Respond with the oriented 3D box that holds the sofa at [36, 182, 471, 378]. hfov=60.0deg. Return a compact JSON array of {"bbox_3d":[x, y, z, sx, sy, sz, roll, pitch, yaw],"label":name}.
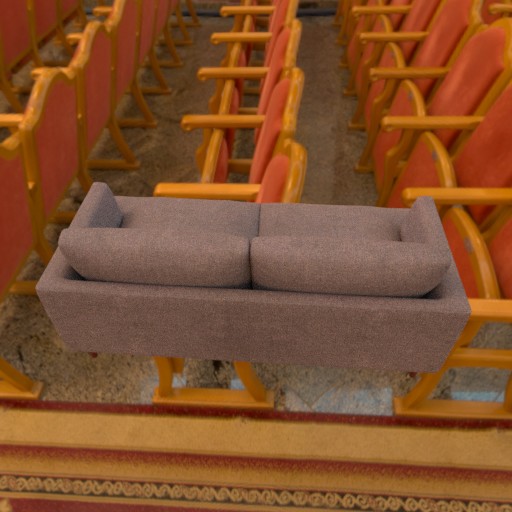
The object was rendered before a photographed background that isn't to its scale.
[{"bbox_3d":[0.000,0.000,2.448,1.948,0.868,1.020,3,45,3],"label":"sofa"}]
